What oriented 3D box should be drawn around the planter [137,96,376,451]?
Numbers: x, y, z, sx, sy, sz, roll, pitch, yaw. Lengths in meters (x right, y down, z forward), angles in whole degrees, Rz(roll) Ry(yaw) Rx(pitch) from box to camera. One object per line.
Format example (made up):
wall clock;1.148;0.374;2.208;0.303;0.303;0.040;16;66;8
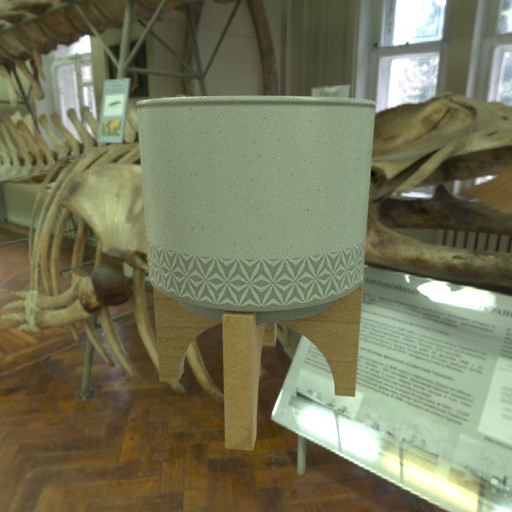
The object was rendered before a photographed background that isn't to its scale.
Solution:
planter;0.000;0.000;0.273;0.130;0.178;0.130;0;16;0
